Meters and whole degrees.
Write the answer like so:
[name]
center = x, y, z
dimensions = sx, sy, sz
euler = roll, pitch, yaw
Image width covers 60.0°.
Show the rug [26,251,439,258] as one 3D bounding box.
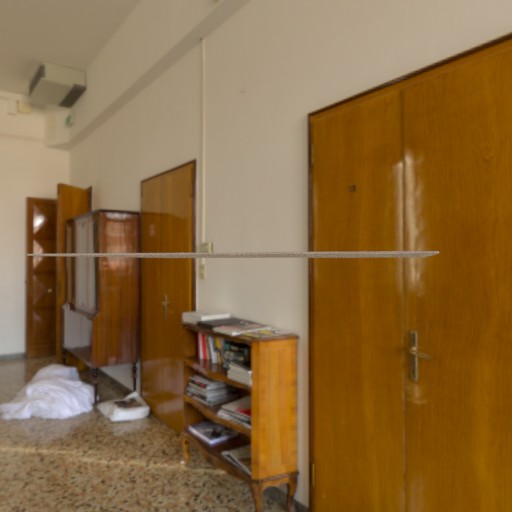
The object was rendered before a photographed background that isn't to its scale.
[rug]
center = 0.000, 0.000, 3.961
dimensions = 2.895, 0.018, 2.288
euler = 0, -1, 19
